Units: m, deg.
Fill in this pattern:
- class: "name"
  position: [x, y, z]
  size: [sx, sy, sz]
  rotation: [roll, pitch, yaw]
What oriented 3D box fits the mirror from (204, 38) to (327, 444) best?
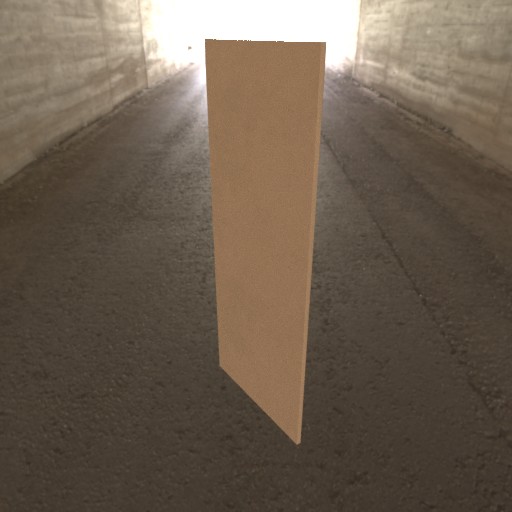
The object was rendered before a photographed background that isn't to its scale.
- class: "mirror"
  position: [0.000, 0.000, 2.316]
  size: [0.026, 2.031, 0.812]
  rotation: [-18, 32, -32]
